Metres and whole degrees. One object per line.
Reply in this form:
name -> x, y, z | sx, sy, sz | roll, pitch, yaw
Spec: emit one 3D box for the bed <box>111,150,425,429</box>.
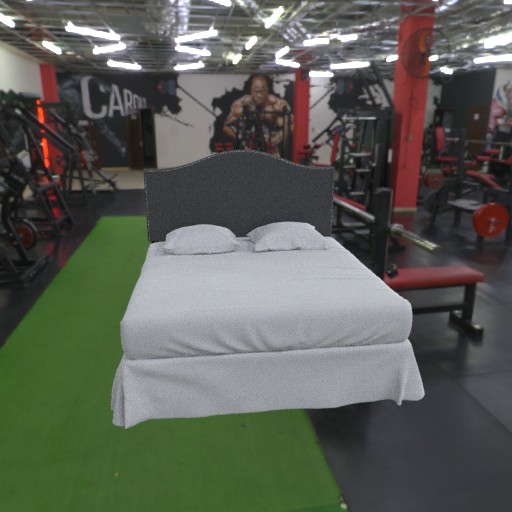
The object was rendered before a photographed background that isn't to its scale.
bed -> 0.000, 0.000, 3.808 | 2.314, 1.651, 2.219 | -2, 17, -7
